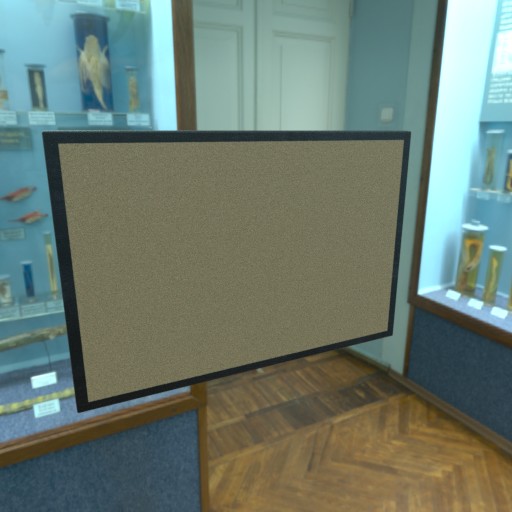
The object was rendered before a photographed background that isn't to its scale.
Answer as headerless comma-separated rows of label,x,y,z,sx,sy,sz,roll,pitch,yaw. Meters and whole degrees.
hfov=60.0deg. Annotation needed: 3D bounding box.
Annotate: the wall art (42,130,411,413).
wall art,0.000,0.000,0.751,0.610,0.409,0.038,-7,17,-25
